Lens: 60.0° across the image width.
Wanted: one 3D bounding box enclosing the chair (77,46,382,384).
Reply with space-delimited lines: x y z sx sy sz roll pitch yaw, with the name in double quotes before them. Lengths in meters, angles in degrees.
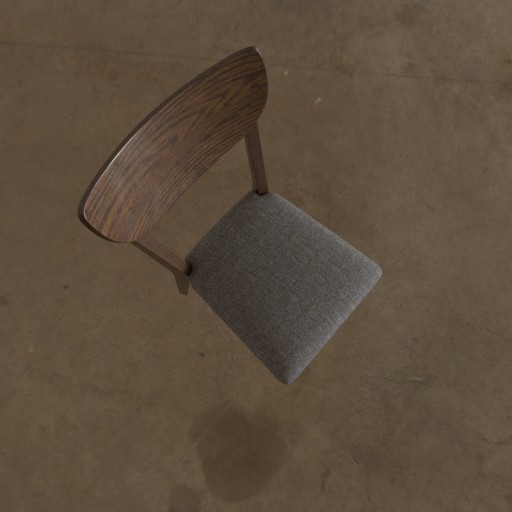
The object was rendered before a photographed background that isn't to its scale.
"chair" 0.000 0.000 1.210 0.583 0.849 0.491 41 79 10
